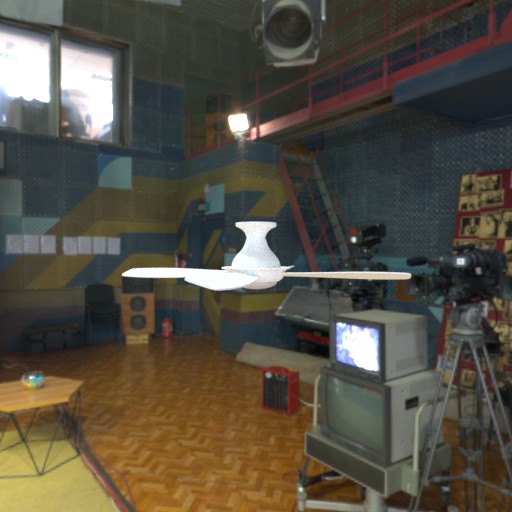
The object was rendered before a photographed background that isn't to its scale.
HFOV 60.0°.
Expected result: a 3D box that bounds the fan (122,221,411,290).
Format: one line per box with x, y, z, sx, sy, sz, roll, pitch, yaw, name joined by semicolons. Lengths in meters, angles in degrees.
0.000;0.000;2.558;1.693;0.382;1.694;0;1;15;fan
